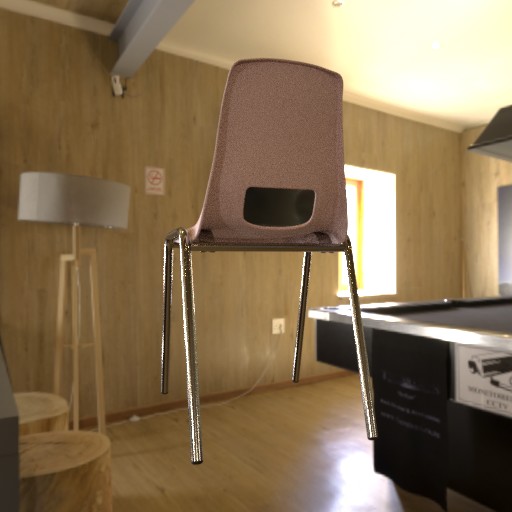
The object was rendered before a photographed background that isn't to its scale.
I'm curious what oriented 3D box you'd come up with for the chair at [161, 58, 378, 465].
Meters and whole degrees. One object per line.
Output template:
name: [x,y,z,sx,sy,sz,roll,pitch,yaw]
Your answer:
chair: [0.000,0.000,0.994,0.381,0.704,0.436,0,0,-17]
